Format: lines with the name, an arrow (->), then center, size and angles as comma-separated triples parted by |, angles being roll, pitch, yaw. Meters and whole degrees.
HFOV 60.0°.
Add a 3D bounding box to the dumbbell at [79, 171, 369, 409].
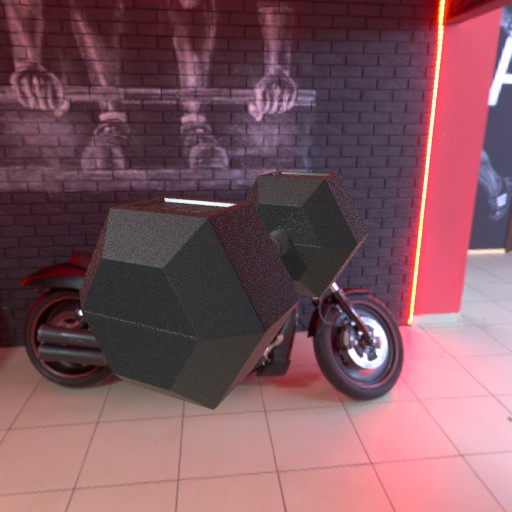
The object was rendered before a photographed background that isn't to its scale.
dumbbell -> 0.000, 0.000, 0.337 | 0.122, 0.106, 0.271 | 8, 18, 25
